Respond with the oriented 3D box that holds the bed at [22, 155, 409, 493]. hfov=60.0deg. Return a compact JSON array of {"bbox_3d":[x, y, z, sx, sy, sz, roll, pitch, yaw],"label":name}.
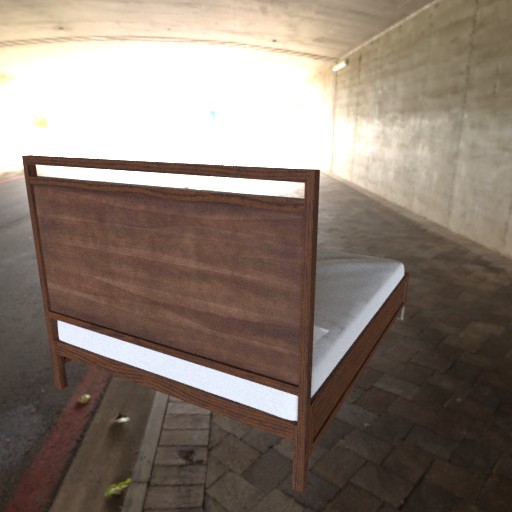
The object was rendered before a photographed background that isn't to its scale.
[{"bbox_3d":[0.000,0.000,3.201,1.765,1.487,2.218,9,19,28],"label":"bed"}]
